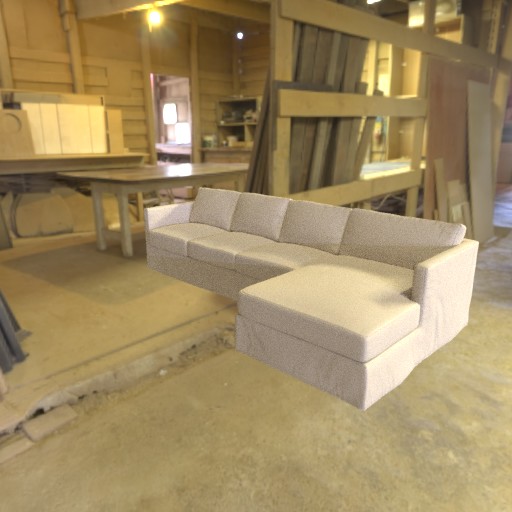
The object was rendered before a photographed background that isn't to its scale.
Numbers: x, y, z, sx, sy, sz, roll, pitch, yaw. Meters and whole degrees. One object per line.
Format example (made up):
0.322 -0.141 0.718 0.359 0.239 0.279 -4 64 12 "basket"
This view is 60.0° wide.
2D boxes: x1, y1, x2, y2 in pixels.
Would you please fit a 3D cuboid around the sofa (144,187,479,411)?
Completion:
0.000 0.000 3.905 3.206 0.871 1.622 15 21 42 "sofa"
